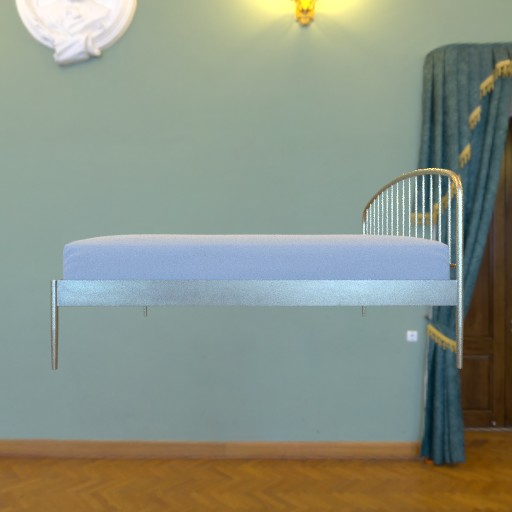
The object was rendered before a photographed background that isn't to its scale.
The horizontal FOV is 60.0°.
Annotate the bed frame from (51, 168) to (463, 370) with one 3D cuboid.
[{"bbox_3d":[0.000,0.000,3.306,2.152,1.174,2.016,0,0,-1],"label":"bed frame"}]
